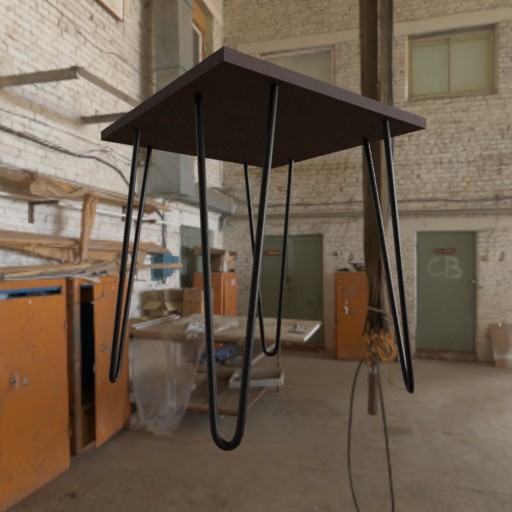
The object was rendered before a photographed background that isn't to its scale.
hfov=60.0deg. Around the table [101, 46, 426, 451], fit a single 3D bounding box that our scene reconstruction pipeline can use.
[{"bbox_3d":[0.000,0.000,0.943,0.495,0.559,0.495,1,-1,-38],"label":"table"}]
